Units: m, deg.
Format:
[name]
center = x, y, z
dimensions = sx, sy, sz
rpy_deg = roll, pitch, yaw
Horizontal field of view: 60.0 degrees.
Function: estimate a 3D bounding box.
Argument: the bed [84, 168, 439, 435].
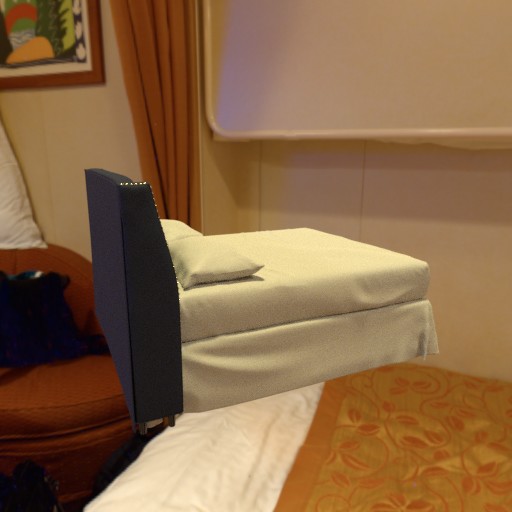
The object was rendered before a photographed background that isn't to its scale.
[bed]
center = 0.000, 0.000, 3.433
dimensions = 2.276, 1.332, 1.925
rpy_deg = -6, 15, -24
